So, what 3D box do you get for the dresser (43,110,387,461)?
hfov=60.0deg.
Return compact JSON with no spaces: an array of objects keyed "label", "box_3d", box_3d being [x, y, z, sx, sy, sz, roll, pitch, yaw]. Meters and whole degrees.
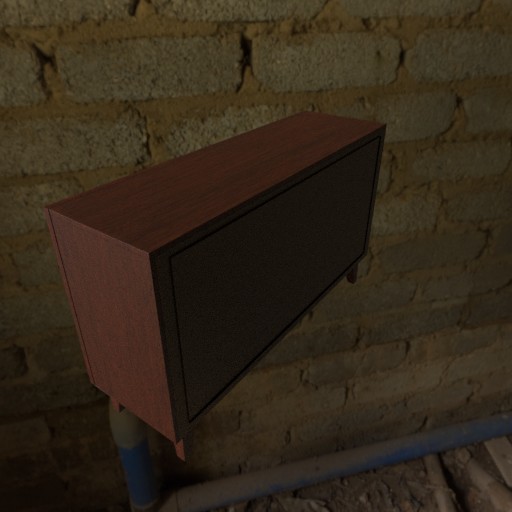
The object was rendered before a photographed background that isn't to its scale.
[{"label":"dresser","box_3d":[0.000,0.000,2.084,0.499,0.971,1.609,21,37,30]}]
